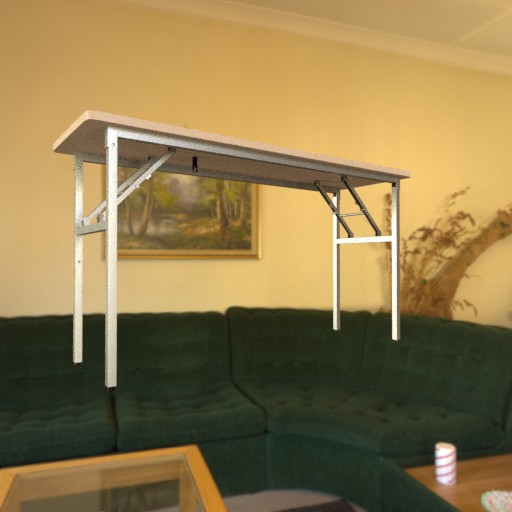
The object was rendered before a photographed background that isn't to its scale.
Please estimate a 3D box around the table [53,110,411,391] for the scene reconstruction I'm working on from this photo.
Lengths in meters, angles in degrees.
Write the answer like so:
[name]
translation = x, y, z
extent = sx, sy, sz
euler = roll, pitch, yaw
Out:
[table]
translation = 0.000, 0.000, 1.733
extent = 1.397, 0.750, 0.446
euler = 1, -1, -36
